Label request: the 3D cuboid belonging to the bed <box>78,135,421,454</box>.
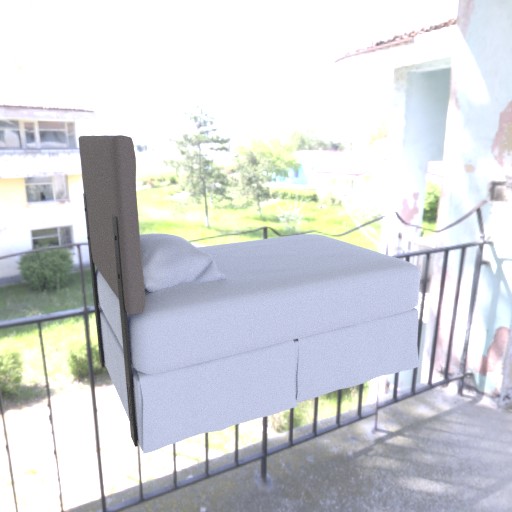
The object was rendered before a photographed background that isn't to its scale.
[{"bbox_3d":[0.000,0.000,2.993,1.997,1.571,1.261,-8,17,-27],"label":"bed"}]
